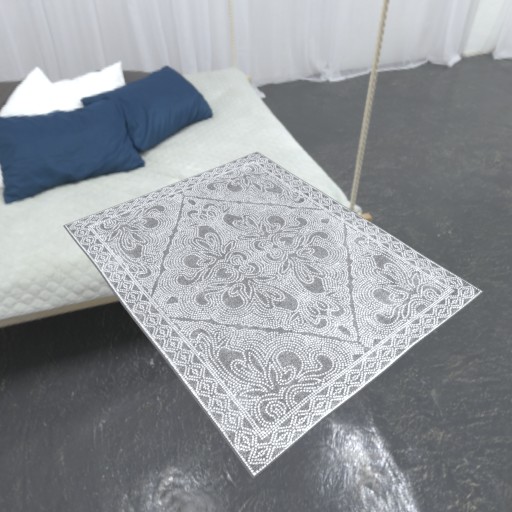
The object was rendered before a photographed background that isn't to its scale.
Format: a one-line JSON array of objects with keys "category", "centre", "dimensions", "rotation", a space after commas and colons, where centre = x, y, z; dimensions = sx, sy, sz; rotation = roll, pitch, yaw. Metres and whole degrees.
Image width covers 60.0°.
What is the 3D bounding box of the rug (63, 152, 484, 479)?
[{"category": "rug", "centre": [0.000, 0.000, 3.994], "dimensions": [2.438, 0.012, 3.048], "rotation": [-27, 48, -27]}]
